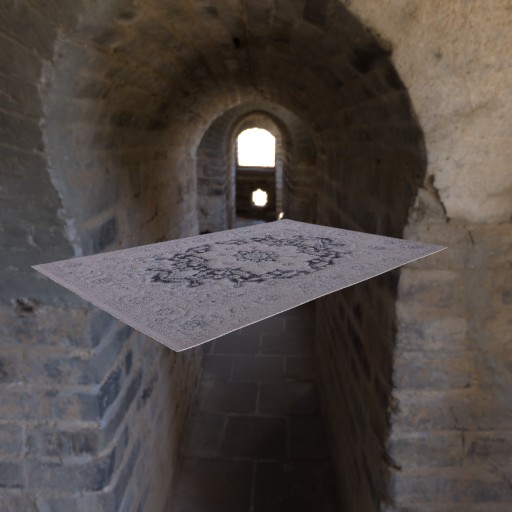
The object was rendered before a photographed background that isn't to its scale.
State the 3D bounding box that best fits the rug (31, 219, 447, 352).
[{"bbox_3d":[0.000,0.000,2.294,1.813,0.008,1.223,-14,20,-42],"label":"rug"}]
